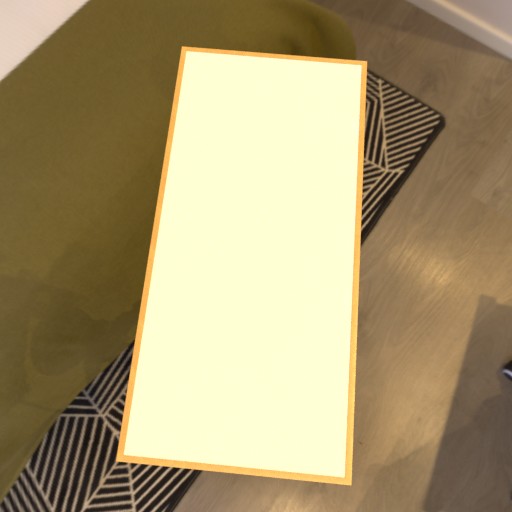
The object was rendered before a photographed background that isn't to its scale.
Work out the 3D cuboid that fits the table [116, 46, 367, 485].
[{"bbox_3d":[0.000,0.000,1.428,0.580,0.398,1.206,5,76,1],"label":"table"}]
